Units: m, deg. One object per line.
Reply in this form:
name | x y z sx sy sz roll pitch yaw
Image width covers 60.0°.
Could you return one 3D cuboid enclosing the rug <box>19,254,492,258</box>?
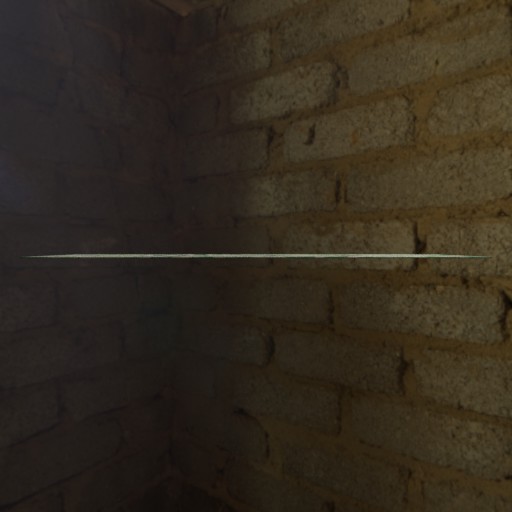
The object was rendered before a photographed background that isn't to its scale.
rug | 0.000 0.000 2.661 2.438 0.006 0.761 0 1 0
